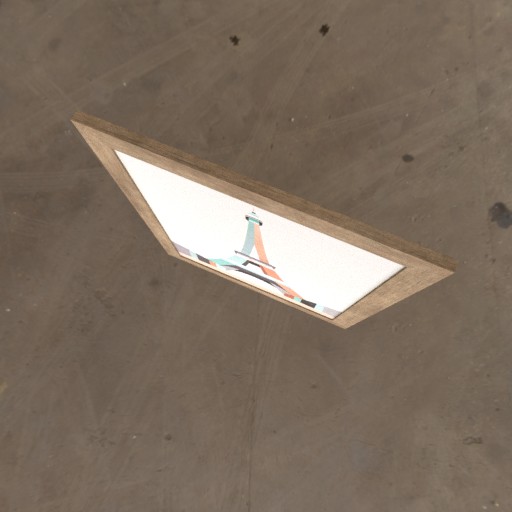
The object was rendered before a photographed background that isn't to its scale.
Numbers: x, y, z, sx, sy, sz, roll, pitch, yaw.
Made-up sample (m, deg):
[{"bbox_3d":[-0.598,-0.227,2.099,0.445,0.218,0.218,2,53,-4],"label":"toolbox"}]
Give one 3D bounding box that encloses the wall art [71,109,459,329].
[{"bbox_3d":[0.000,0.000,0.900,0.534,0.686,0.018,23,76,6],"label":"wall art"}]
